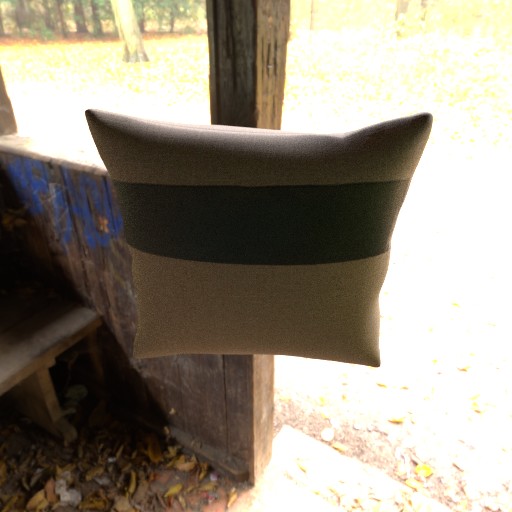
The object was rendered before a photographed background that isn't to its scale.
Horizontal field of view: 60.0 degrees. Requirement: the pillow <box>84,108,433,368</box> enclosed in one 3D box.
[{"bbox_3d":[0.000,0.000,0.623,0.414,0.399,0.173,2,30,3],"label":"pillow"}]
